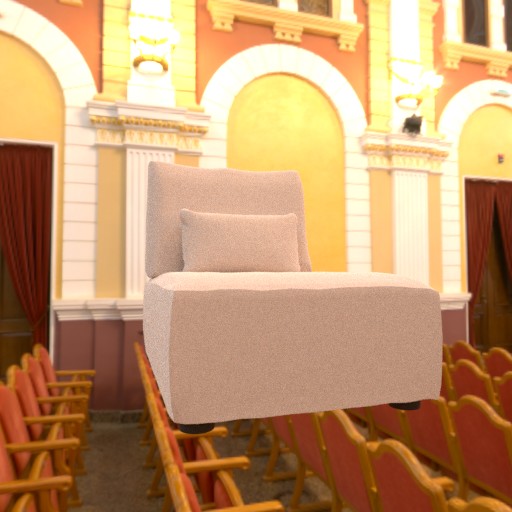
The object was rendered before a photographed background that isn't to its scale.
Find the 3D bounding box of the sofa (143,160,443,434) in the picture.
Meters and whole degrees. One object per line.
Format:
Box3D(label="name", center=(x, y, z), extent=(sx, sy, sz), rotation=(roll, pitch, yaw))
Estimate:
Box3D(label="sofa", center=(0.000, 0.000, 1.525), extent=(0.700, 0.820, 1.000), rotation=(1, -2, -17))
